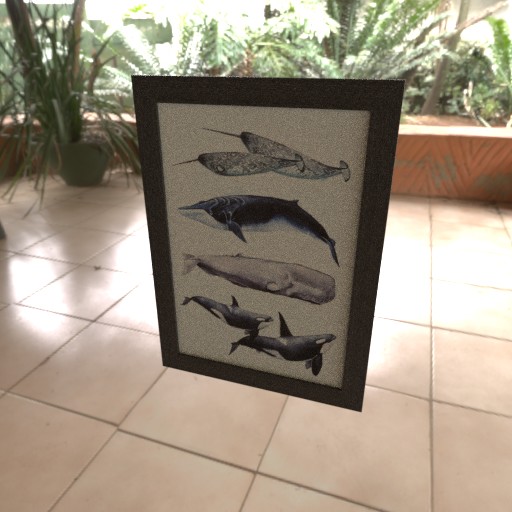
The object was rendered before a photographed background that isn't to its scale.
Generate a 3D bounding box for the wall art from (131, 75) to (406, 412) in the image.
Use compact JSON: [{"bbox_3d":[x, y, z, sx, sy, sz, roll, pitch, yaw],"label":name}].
[{"bbox_3d":[0.000,0.000,1.489,0.810,1.116,0.016,8,26,17],"label":"wall art"}]
